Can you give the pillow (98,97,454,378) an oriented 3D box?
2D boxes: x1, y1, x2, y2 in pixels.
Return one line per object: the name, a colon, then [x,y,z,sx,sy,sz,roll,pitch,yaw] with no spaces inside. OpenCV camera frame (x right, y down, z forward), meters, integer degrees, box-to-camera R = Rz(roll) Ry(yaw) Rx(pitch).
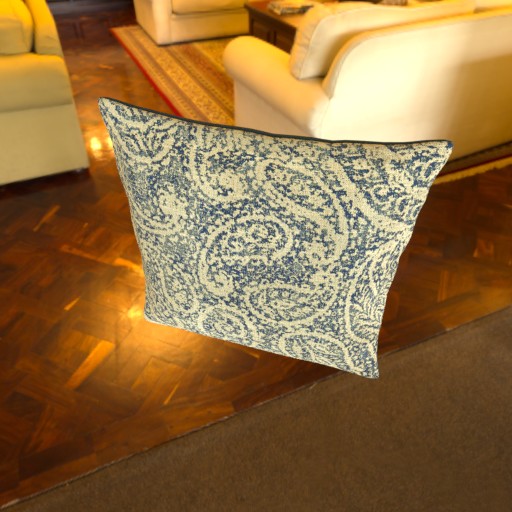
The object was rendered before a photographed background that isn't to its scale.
pillow: [0.000,0.000,0.784,0.523,0.510,0.166,11,43,13]
